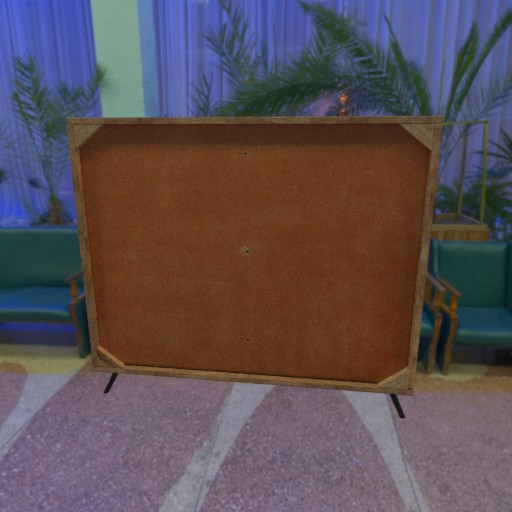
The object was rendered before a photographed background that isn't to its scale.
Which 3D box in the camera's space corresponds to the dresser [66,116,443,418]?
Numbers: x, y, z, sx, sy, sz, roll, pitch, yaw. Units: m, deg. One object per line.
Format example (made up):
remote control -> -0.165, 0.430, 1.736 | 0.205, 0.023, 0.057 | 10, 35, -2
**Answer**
dresser -> 0.000, 0.000, 1.436 | 0.967, 0.847, 0.446 | 2, 16, 8
